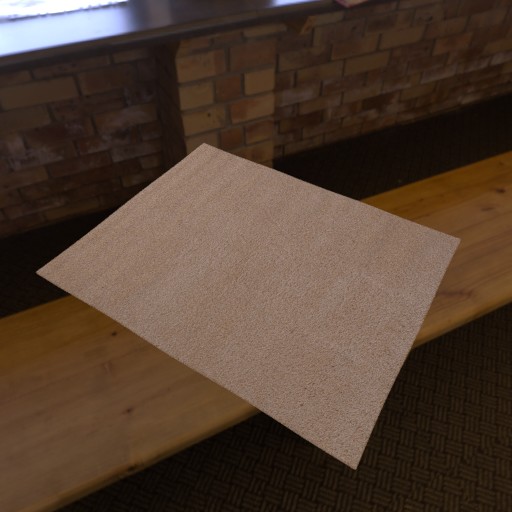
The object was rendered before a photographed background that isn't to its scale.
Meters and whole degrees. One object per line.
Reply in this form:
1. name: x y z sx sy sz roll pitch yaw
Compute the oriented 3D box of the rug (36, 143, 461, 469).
1. rug: 0.000 0.000 3.994 3.000 0.025 2.400 25 52 22
